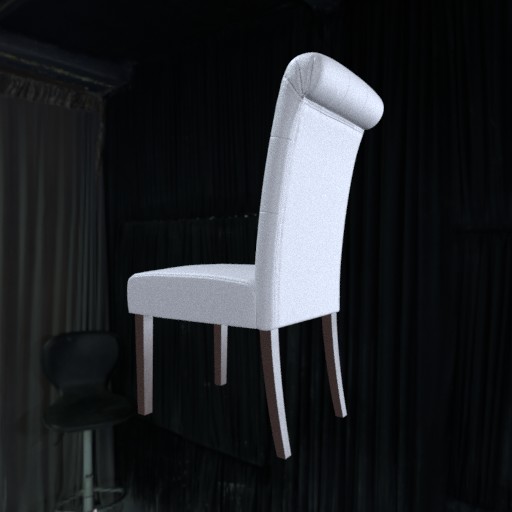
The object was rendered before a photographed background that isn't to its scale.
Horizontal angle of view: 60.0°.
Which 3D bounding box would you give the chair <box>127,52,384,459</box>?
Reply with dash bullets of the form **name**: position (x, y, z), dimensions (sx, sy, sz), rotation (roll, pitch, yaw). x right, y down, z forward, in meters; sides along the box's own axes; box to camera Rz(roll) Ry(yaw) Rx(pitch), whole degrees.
- **chair**: position (0.000, 0.000, 1.376), dimensions (0.671, 1.006, 0.456), rotation (1, 2, 36)
